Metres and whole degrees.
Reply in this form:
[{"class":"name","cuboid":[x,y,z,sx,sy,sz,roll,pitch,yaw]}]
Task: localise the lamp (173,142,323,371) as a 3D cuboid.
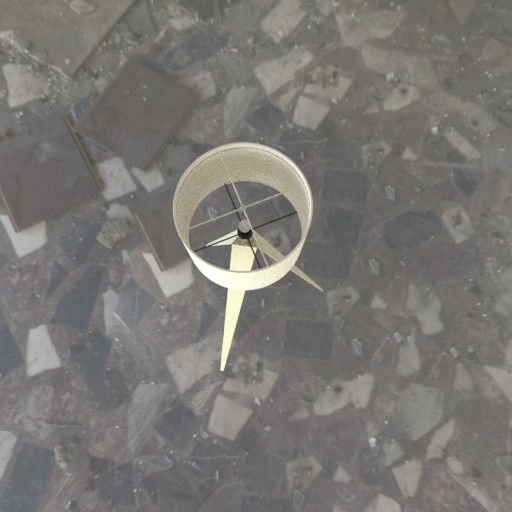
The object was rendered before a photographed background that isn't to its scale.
[{"class":"lamp","cuboid":[0.000,0.000,1.855,0.716,1.524,0.724,-21,76,-5]}]
